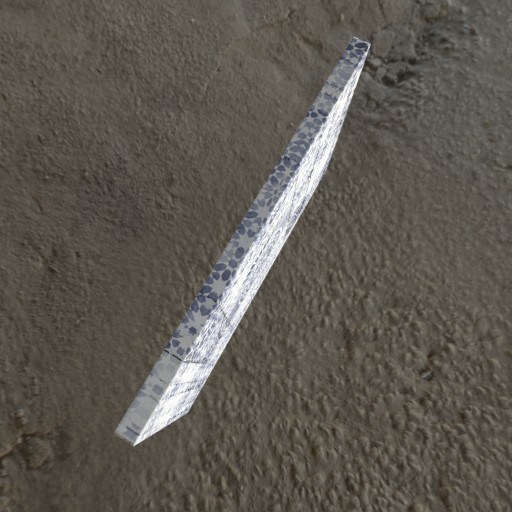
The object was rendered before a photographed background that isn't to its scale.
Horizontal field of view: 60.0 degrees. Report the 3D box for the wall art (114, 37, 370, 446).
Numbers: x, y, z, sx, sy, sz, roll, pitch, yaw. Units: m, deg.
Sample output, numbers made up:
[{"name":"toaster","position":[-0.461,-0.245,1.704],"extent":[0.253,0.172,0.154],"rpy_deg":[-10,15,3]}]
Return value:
[{"name":"wall art","position":[0.000,0.000,0.758],"extent":[0.030,0.406,0.608],"rpy_deg":[29,77,7]}]
